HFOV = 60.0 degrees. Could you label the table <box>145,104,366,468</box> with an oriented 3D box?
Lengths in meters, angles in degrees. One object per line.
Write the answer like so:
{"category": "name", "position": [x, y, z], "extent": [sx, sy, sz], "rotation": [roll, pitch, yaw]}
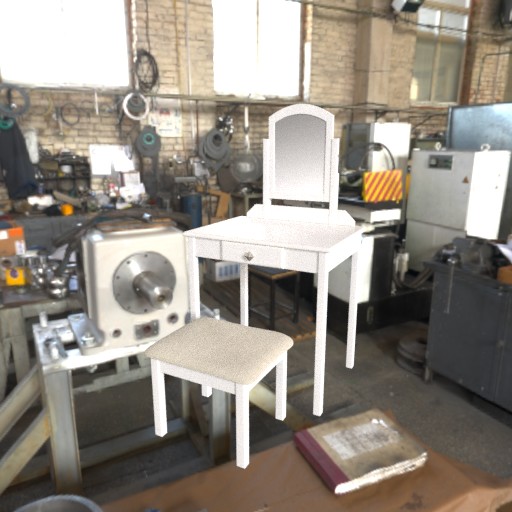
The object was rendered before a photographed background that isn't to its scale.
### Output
{"category": "table", "position": [0.000, 0.000, 2.378], "extent": [0.876, 1.631, 1.211], "rotation": [7, 16, 27]}
